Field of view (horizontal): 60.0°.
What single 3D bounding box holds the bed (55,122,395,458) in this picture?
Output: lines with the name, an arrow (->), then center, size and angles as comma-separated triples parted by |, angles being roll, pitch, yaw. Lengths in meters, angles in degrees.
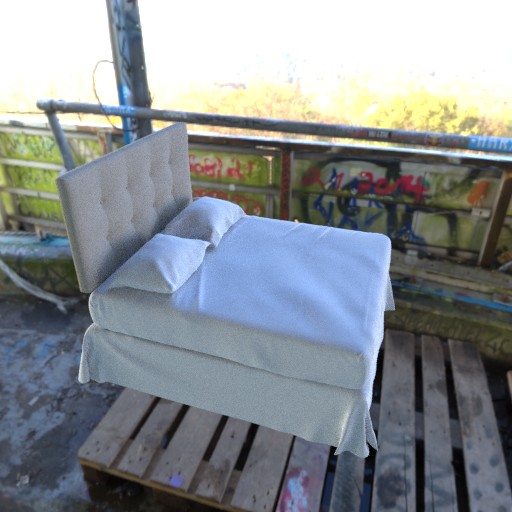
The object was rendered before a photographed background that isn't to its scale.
bed -> 0.000, 0.000, 3.452 | 2.222, 1.577, 1.936 | 10, 31, 17
